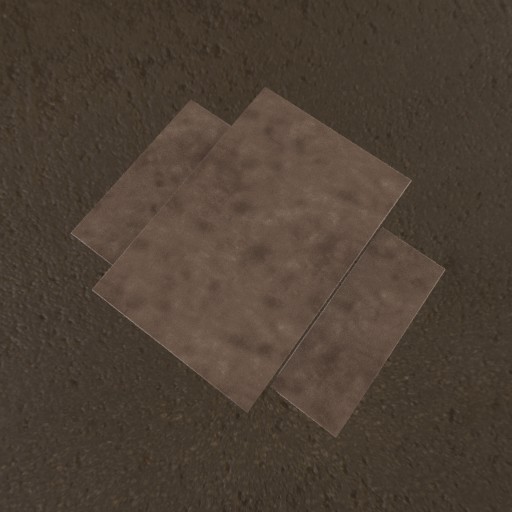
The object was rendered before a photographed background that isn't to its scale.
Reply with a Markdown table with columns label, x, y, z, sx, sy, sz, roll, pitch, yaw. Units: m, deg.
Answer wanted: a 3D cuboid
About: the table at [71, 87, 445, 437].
| label | x | y | z | sx | sy | sz | roll | pitch | yaw |
| --- | --- | --- | --- | --- | --- | --- | --- | --- | --- |
| table | 0.000 | 0.000 | 2.061 | 1.443 | 0.700 | 1.100 | 36 | 78 | 9 |
